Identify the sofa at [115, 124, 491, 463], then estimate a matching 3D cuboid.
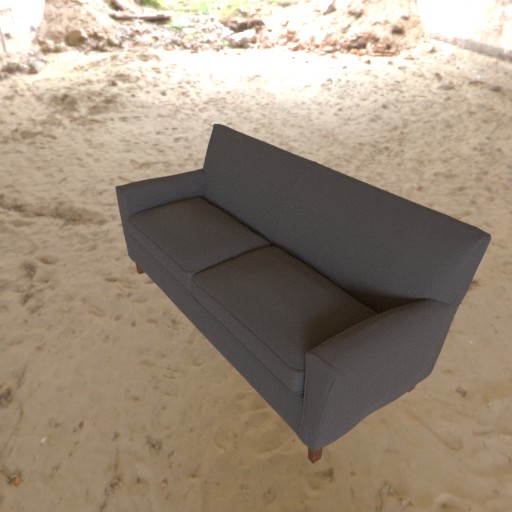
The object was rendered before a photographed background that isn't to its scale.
[{"bbox_3d":[0.000,0.000,2.434,0.843,0.907,2.002,-21,38,-30],"label":"sofa"}]
